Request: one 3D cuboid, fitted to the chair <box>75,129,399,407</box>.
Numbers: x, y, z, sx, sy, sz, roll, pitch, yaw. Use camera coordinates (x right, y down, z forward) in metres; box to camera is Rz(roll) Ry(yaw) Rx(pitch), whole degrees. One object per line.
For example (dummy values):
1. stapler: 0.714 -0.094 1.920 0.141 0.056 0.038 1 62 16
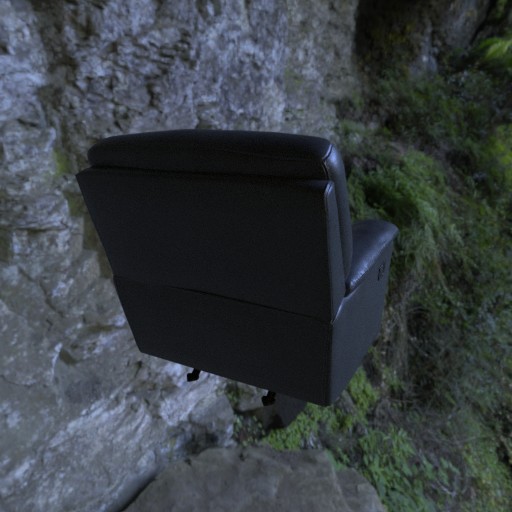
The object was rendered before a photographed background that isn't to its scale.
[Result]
1. chair: 0.000 0.000 2.008 1.096 1.109 1.087 8 18 27
